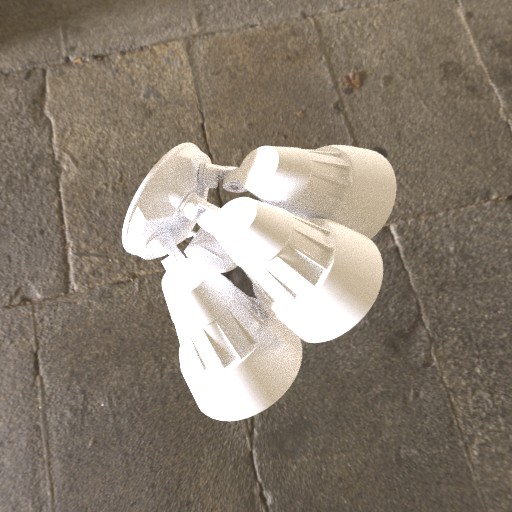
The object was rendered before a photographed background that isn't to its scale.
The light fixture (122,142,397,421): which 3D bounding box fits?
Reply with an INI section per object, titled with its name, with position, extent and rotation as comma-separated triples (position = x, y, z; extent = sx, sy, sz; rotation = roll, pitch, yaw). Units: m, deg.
[light fixture]
position = 0.000, 0.000, 0.552
extent = 0.278, 0.237, 0.369
rotation = 31, 77, 8
